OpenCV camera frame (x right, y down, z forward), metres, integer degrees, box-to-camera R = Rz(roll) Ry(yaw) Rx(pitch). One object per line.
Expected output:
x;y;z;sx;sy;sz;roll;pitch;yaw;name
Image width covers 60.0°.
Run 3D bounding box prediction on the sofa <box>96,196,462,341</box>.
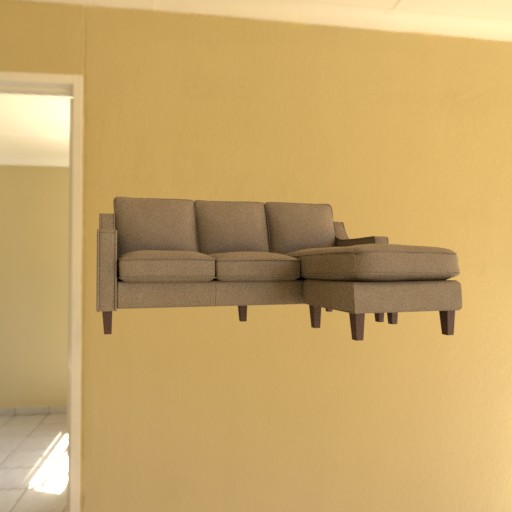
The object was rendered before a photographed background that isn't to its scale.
0.000;0.000;3.423;2.317;1.081;1.858;0;-2;-18;sofa
